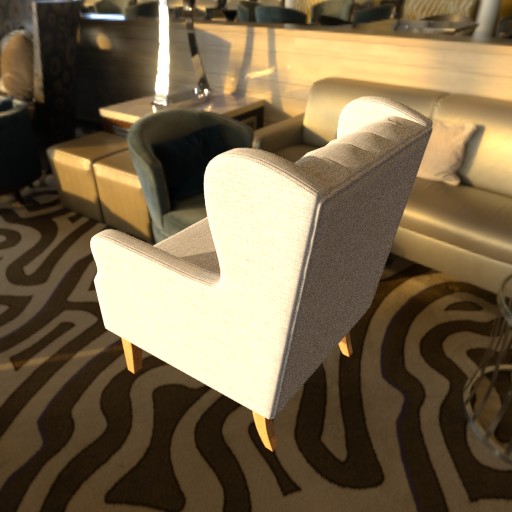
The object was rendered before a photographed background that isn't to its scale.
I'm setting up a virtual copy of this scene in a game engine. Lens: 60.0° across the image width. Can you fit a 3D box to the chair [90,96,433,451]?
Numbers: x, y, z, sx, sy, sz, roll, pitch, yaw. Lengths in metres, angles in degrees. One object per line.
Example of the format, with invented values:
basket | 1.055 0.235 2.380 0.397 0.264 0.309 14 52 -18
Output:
chair | 0.000 0.000 1.416 0.760 0.930 0.710 22 38 31
